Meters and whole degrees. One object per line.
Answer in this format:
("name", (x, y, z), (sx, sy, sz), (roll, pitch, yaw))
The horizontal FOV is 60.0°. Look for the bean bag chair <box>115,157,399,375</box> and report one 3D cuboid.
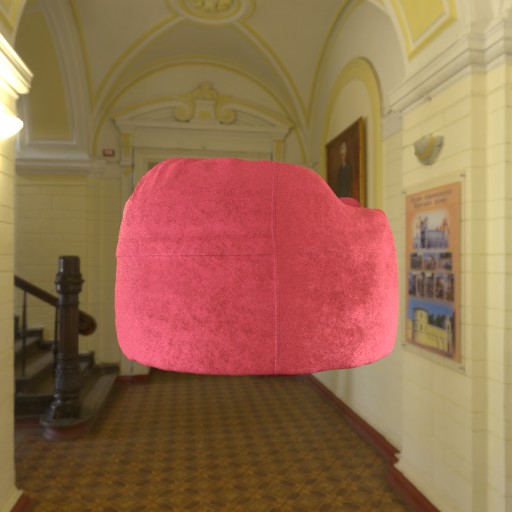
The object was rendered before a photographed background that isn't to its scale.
("bean bag chair", (0.000, 0.000, 1.993), (1.218, 0.788, 1.218), (0, 0, 0))
